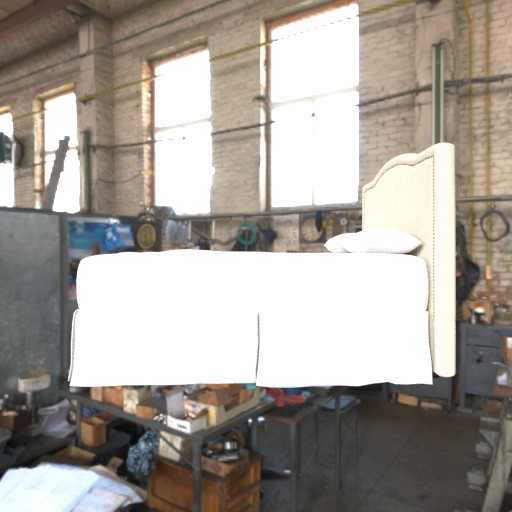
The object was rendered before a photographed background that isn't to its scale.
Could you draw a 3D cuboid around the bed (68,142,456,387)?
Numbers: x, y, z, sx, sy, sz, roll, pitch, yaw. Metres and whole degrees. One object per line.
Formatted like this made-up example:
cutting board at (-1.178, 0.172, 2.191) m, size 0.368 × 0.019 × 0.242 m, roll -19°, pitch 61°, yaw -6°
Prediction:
bed at (0.000, 0.000, 3.294) m, size 2.196 × 1.449 × 1.741 m, roll 0°, pitch 0°, yaw -1°
